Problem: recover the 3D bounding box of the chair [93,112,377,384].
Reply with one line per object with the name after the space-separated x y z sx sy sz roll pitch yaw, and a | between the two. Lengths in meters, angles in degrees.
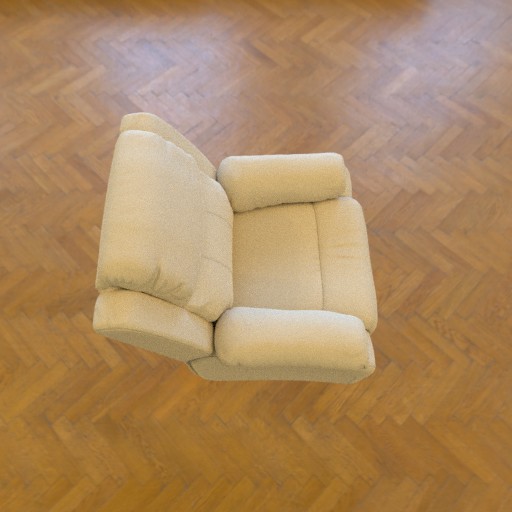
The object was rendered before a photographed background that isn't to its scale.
0.000 0.000 1.290 0.709 0.702 0.680 -1 65 -1 | chair
